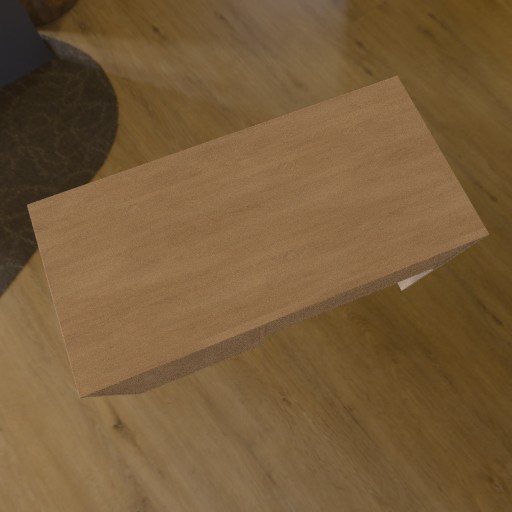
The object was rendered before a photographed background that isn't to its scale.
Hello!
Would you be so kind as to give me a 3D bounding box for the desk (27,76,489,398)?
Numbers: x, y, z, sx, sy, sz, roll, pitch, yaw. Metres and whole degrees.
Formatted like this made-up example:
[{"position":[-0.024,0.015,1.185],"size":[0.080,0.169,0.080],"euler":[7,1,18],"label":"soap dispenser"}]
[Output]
[{"position":[0.000,0.000,1.695],"size":[1.251,0.770,0.600],"euler":[-21,75,-6],"label":"desk"}]
